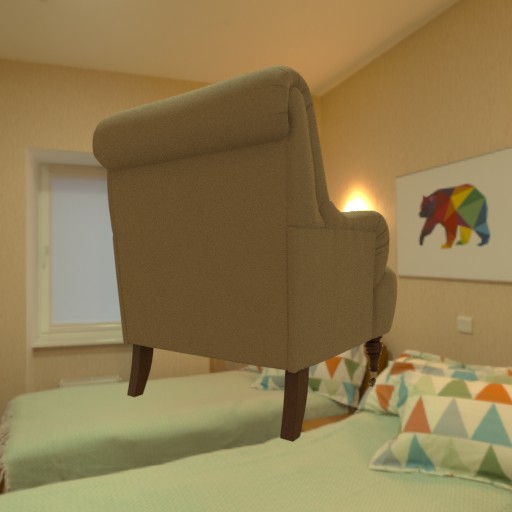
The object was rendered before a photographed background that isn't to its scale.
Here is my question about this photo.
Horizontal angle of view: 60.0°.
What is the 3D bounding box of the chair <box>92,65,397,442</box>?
[{"bbox_3d":[0.000,0.000,1.547,0.766,0.942,0.842,0,0,36],"label":"chair"}]
